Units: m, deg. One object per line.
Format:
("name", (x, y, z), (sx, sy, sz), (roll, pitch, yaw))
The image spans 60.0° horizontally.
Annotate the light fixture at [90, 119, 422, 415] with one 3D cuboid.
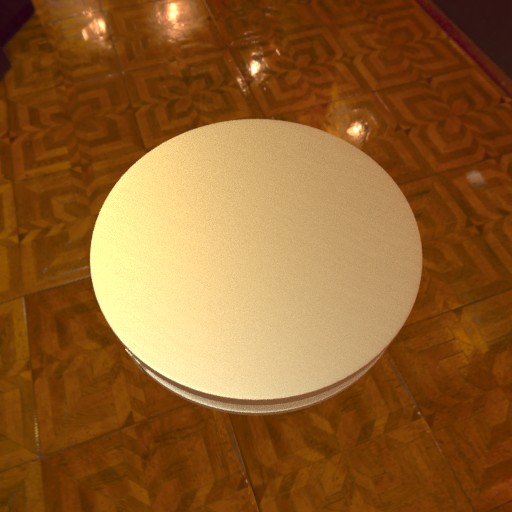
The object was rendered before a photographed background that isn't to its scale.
("light fixture", (0.000, 0.000, 0.523), (0.356, 0.102, 0.356), (0, 59, 0))
